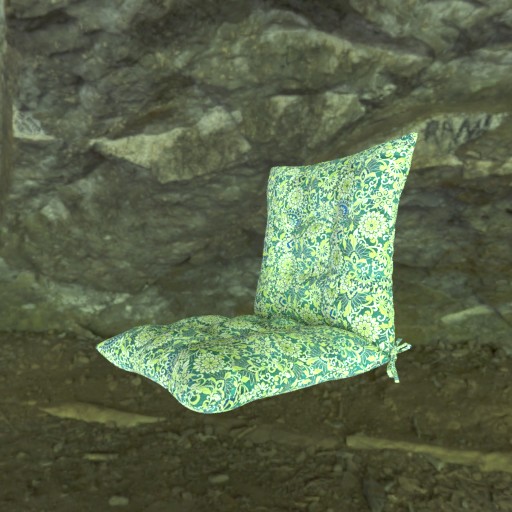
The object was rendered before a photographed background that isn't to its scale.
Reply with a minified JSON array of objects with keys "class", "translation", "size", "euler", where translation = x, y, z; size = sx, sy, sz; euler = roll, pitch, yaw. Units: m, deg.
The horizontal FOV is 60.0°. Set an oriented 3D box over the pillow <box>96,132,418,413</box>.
[{"class":"pillow","translation":[0.000,0.000,1.014],"size":[0.585,0.536,0.541],"euler":[-1,1,-36]}]
